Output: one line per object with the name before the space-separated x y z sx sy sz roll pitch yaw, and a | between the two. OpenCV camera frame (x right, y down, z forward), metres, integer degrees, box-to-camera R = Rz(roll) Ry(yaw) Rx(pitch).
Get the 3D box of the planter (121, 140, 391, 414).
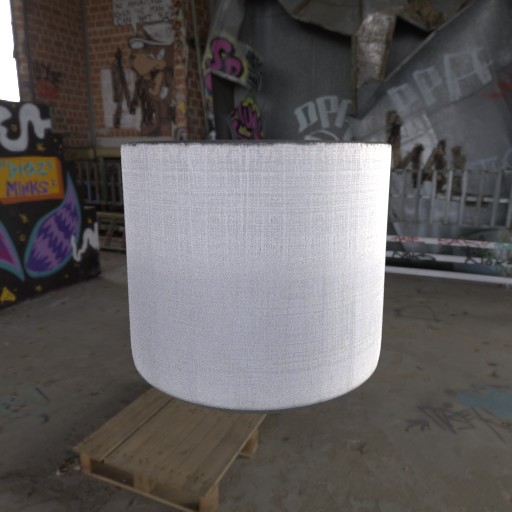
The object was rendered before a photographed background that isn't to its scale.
planter | 0.000 0.000 0.449 0.254 0.221 0.254 0 13 0
